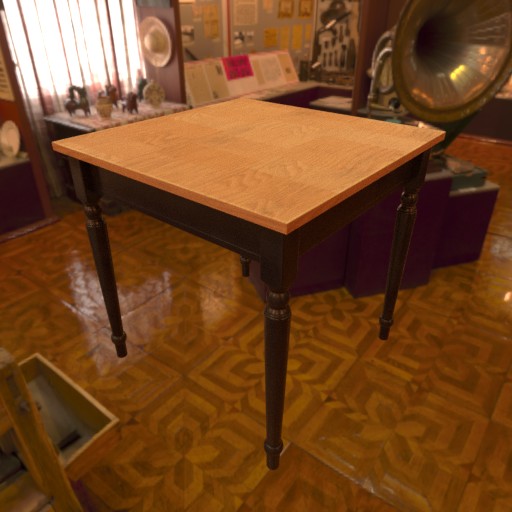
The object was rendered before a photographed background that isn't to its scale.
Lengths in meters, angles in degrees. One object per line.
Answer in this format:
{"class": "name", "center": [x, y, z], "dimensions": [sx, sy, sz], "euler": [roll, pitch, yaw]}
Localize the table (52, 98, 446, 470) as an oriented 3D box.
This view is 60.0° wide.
{"class": "table", "center": [0.000, 0.000, 1.368], "dimensions": [0.747, 0.738, 0.747], "euler": [23, 37, 33]}
